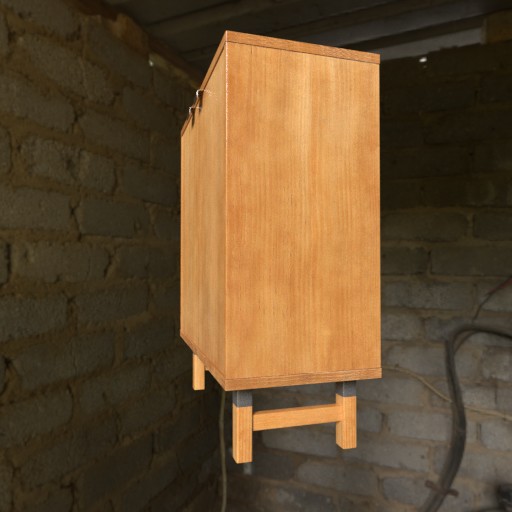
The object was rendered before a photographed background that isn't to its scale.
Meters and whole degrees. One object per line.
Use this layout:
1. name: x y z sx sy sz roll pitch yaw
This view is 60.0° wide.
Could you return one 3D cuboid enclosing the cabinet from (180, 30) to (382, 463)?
1. cabinet: 0.000 0.000 1.428 0.419 1.001 0.800 0 -1 -17
